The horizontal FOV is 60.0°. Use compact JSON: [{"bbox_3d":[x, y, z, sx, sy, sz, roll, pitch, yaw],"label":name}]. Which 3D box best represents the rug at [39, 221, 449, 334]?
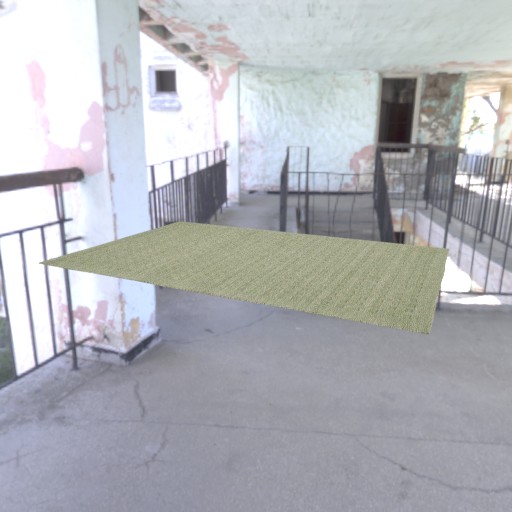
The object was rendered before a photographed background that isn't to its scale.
[{"bbox_3d":[0.000,0.000,2.231,1.747,0.006,1.143,7,17,25],"label":"rug"}]
